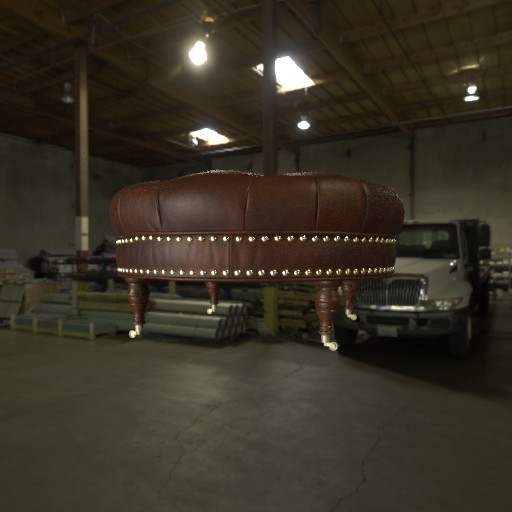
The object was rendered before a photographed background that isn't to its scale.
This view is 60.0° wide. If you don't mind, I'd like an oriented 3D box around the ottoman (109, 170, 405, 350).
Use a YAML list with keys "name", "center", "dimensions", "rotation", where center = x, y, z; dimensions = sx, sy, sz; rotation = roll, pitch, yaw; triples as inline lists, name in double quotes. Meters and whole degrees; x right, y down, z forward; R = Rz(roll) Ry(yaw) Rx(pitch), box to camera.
- name: "ottoman"
  center: [0.000, 0.000, 1.416]
  dimensions: [0.901, 0.455, 0.901]
  rotation: [0, 0, 0]
